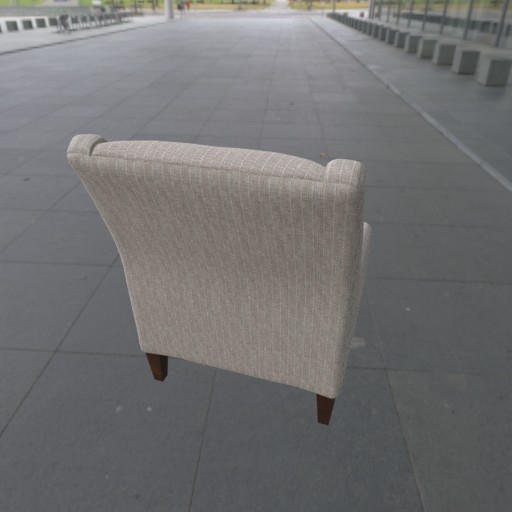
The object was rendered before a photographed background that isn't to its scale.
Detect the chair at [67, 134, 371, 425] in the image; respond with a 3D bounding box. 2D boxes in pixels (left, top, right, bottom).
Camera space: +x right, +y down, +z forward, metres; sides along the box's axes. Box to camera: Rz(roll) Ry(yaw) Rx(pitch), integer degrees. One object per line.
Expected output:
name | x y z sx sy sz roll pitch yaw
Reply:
chair | 0.000 0.000 1.617 0.774 1.014 0.870 9 31 16
